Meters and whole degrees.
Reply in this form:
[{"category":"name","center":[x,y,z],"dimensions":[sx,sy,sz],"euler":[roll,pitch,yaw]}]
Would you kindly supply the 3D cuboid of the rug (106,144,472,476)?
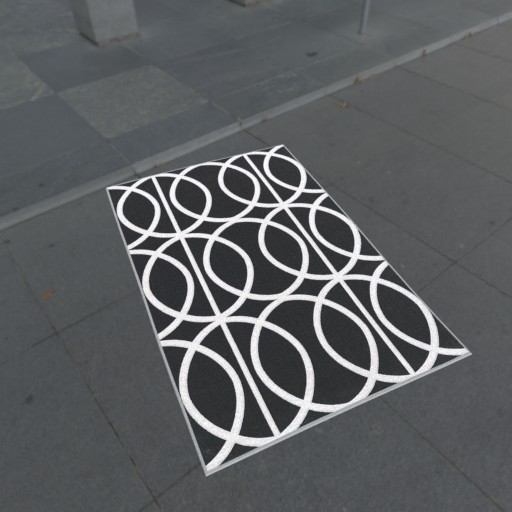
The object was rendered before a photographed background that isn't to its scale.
[{"category":"rug","center":[0.000,0.000,2.891],"dimensions":[1.526,0.014,2.290],"euler":[-18,48,-17]}]
